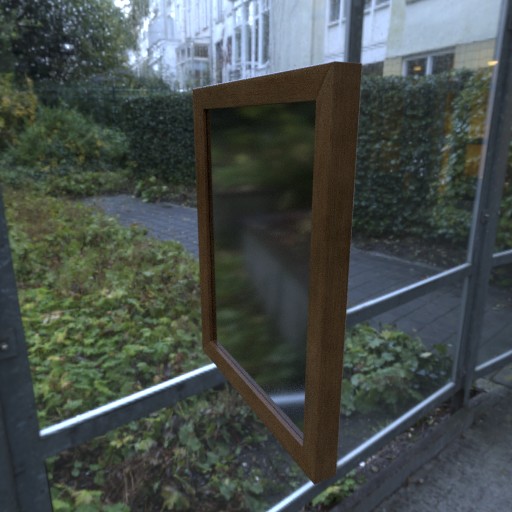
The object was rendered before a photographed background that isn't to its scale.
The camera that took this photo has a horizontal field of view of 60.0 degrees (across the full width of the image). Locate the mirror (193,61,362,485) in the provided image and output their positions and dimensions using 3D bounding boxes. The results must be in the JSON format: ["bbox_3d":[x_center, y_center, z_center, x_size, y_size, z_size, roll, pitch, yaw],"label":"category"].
[{"bbox_3d":[0.000,0.000,0.684,0.041,0.508,0.405,-8,19,-26],"label":"mirror"}]
